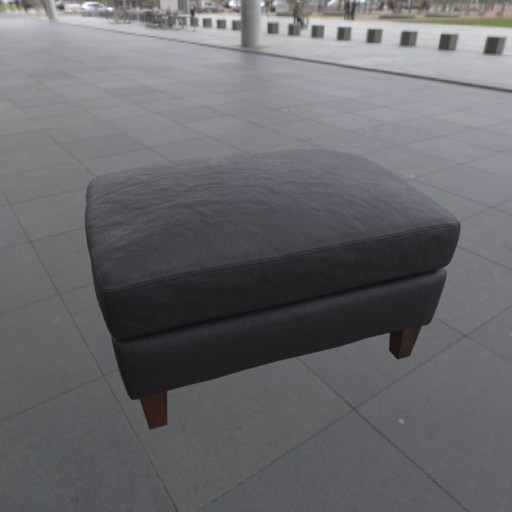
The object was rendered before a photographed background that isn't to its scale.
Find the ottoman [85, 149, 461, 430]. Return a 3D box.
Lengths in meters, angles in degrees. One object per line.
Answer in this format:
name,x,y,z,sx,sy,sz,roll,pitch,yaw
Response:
ottoman,0.000,0.000,1.294,0.887,0.529,0.659,-10,32,-17
